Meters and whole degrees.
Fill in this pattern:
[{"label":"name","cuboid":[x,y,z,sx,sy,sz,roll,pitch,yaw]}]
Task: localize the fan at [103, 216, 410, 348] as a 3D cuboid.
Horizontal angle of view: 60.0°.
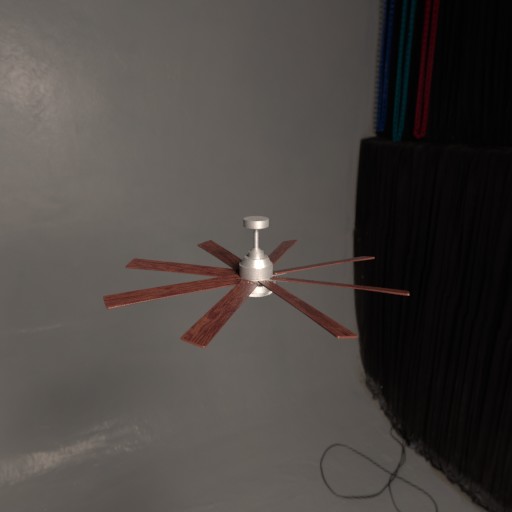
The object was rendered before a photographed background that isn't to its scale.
[{"label":"fan","cuboid":[0.000,0.000,2.745,1.830,0.472,1.830,-8,19,-26]}]
